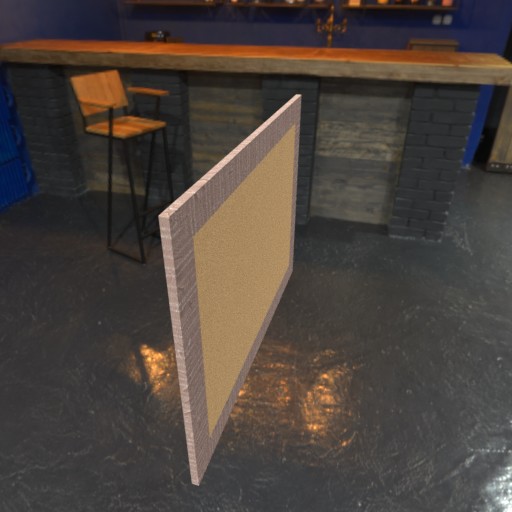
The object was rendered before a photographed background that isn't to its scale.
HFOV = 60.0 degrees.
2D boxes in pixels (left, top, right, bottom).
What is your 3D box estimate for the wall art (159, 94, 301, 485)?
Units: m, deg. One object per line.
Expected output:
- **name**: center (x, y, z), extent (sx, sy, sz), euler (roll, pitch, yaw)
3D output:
- **wall art**: center (0.000, 0.000, 1.371), extent (0.020, 0.761, 1.056), euler (9, 32, 15)
